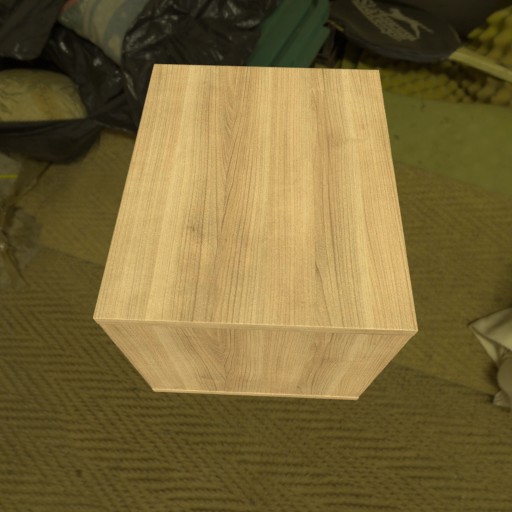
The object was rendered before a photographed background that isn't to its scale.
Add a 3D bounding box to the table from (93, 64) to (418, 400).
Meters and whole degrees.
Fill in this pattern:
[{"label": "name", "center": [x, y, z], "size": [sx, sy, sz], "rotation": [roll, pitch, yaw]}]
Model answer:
[{"label": "table", "center": [0.000, 0.000, 0.808], "size": [0.380, 0.460, 0.445], "rotation": [2, 60, 1]}]
